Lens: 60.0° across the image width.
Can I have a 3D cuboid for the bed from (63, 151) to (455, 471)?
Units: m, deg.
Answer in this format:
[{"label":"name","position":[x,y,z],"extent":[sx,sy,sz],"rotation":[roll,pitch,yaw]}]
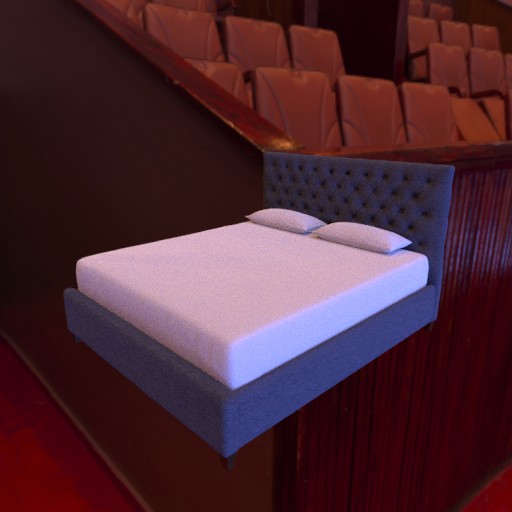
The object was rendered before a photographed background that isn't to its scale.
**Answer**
[{"label":"bed","position":[0.000,0.000,3.575],"extent":[2.387,1.427,2.078],"rotation":[-16,24,-41]}]
